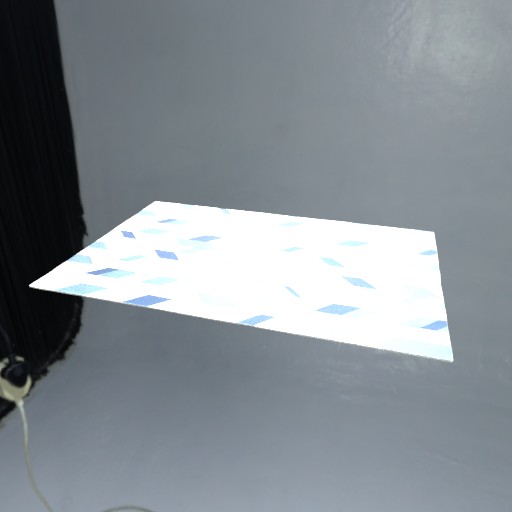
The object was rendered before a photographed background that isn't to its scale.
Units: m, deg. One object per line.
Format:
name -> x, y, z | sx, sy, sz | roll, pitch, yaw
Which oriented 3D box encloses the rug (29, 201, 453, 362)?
rug -> 0.000, 0.000, 2.305 | 1.813, 0.006, 1.202 | 8, 28, 15
